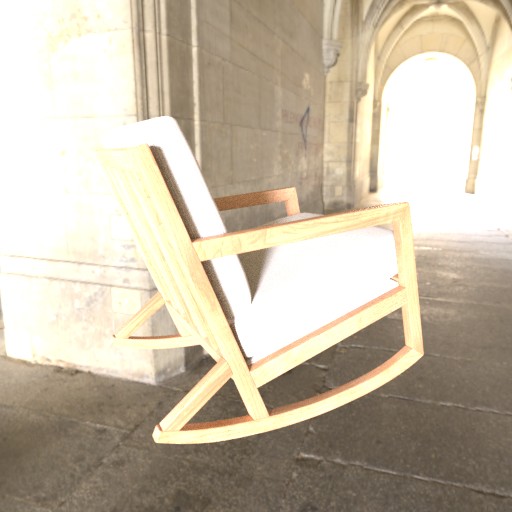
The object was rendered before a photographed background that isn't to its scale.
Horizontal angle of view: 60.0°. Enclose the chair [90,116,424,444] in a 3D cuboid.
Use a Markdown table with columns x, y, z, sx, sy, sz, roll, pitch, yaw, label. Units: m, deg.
| x | y | z | sx | sy | sz | roll | pitch | yaw | label |
| --- | --- | --- | --- | --- | --- | --- | --- | --- | --- |
| 0.000 | 0.000 | 1.392 | 0.857 | 0.790 | 0.622 | -7 | 15 | -26 | chair |
